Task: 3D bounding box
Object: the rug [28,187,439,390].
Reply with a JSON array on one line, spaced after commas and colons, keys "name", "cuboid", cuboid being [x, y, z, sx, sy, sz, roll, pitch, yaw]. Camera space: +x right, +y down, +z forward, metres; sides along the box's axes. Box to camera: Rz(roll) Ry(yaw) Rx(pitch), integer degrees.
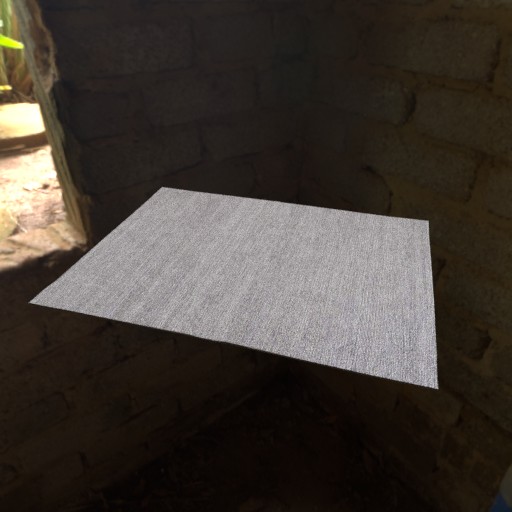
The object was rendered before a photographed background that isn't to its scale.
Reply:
[{"name": "rug", "cuboid": [0.000, 0.000, 4.222, 3.202, 0.045, 2.434, 9, 33, 14]}]
